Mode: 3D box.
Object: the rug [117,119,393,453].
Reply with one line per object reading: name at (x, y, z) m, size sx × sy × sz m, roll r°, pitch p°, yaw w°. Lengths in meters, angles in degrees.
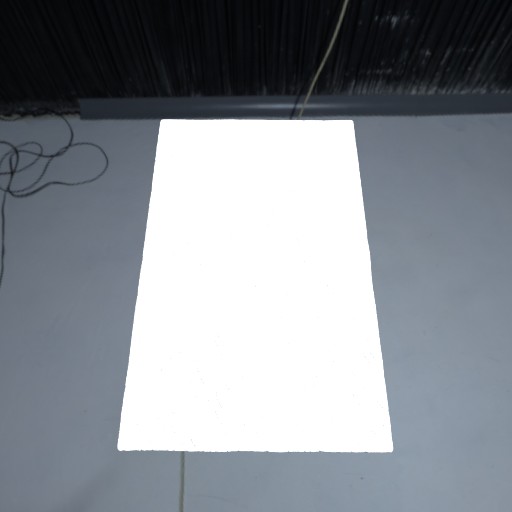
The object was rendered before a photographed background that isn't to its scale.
rug at (0.000, 0.000, 3.012) m, size 1.546 × 0.010 × 2.442 m, roll 0°, pitch 63°, yaw 0°
